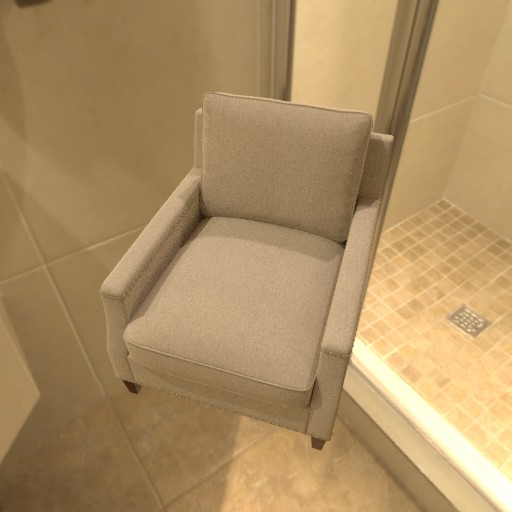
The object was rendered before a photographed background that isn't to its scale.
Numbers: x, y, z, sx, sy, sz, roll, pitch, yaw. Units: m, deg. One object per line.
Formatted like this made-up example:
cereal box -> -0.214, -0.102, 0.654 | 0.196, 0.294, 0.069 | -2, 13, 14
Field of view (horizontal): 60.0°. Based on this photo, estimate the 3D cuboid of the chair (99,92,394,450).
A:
chair -> 0.000, 0.000, 1.736 | 0.853, 0.943, 1.014 | 12, 44, 13
